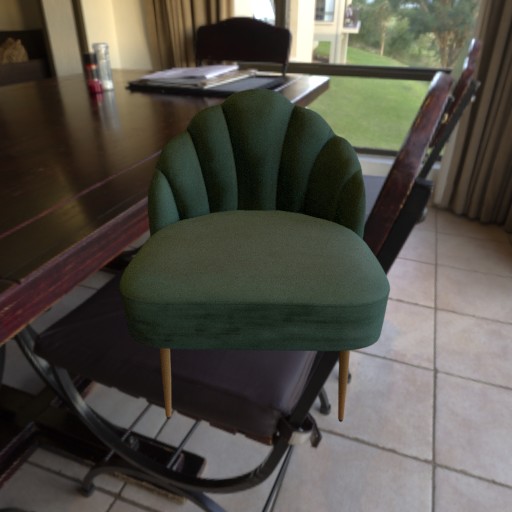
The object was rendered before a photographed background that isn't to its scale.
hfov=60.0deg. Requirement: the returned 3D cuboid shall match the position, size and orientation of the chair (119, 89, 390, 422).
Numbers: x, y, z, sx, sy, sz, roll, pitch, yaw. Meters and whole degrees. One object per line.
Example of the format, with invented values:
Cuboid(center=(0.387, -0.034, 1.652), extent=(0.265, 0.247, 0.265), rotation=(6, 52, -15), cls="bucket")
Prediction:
Cuboid(center=(0.000, 0.000, 1.280), extent=(0.657, 0.819, 0.599), rotation=(1, 30, 1), cls="chair")
